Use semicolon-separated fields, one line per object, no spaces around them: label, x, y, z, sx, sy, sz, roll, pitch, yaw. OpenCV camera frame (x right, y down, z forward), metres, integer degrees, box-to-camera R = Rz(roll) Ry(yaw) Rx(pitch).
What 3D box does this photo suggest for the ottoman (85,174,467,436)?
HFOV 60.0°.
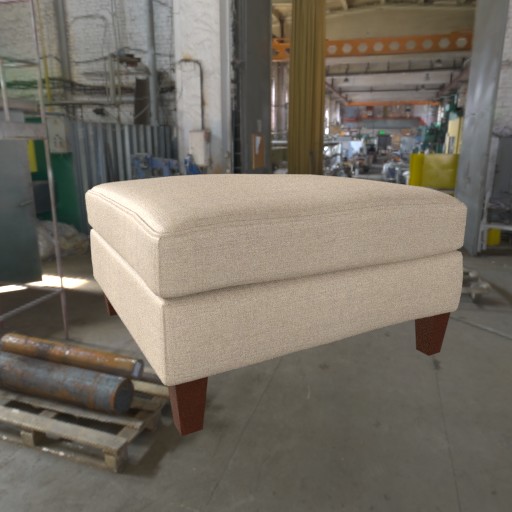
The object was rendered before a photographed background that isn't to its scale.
ottoman;0.000;0.000;1.330;0.838;0.481;0.838;-8;17;-28
